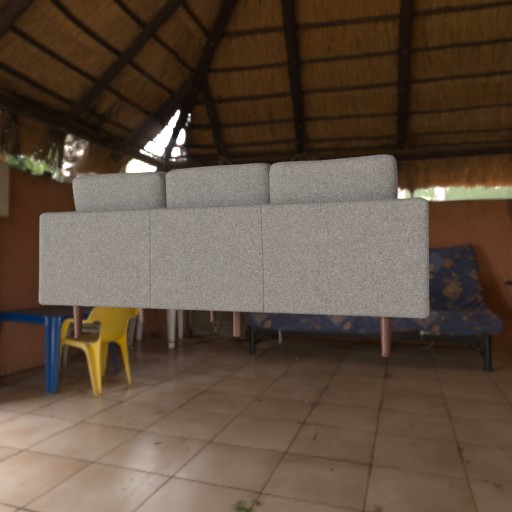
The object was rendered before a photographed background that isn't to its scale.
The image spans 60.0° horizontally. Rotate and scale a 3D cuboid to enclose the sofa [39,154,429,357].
[{"bbox_3d":[0.000,0.000,2.972,2.055,0.957,1.667,0,-1,17],"label":"sofa"}]
